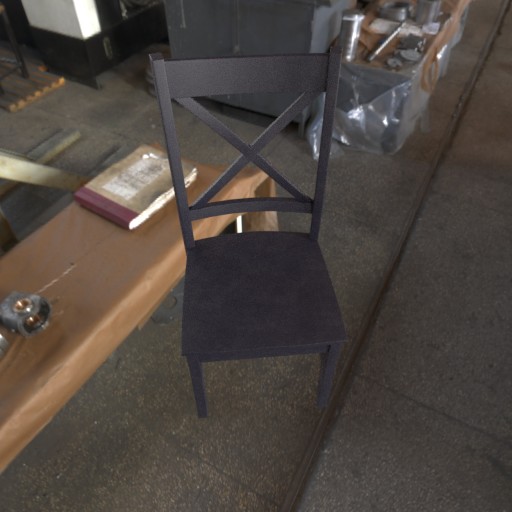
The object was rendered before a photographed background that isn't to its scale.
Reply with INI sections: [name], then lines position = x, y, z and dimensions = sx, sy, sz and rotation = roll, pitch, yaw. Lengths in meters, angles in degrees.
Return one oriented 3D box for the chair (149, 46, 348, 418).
[chair]
position = 0.000, 0.000, 1.301
dimensions = 0.485, 0.983, 0.542
rotation = -4, 47, -4
